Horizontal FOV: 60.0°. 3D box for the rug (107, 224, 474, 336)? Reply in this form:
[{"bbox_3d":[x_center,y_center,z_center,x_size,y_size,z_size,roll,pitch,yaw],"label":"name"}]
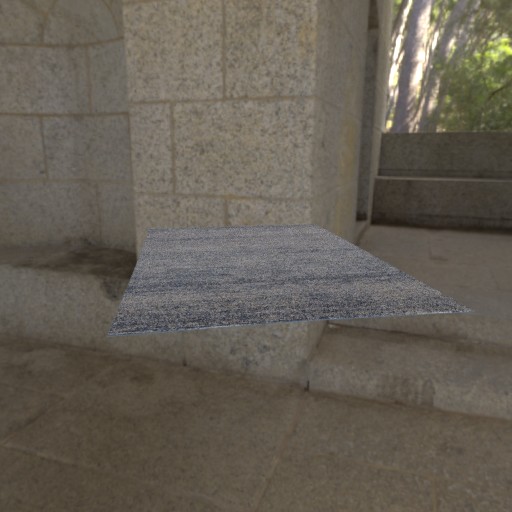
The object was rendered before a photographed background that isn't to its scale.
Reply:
[{"bbox_3d":[0.000,0.000,2.153,1.135,0.010,1.740,-2,14,-9],"label":"rug"}]
